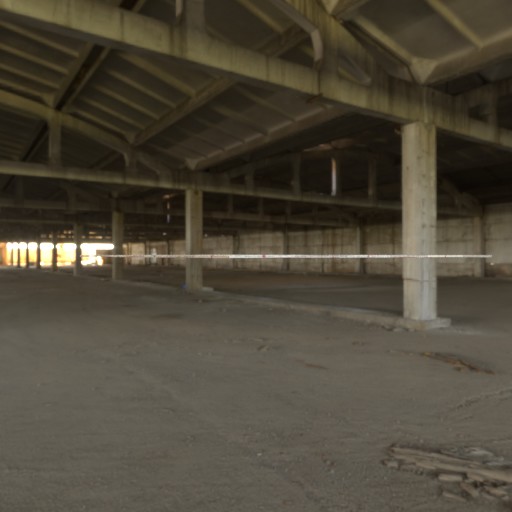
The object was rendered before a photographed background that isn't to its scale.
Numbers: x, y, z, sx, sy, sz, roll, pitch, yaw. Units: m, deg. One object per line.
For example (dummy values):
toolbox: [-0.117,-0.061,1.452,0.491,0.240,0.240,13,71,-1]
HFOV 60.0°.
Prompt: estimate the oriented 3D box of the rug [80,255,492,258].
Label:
rug: [0.000,0.000,3.938,2.317,0.016,2.959,0,0,-34]
